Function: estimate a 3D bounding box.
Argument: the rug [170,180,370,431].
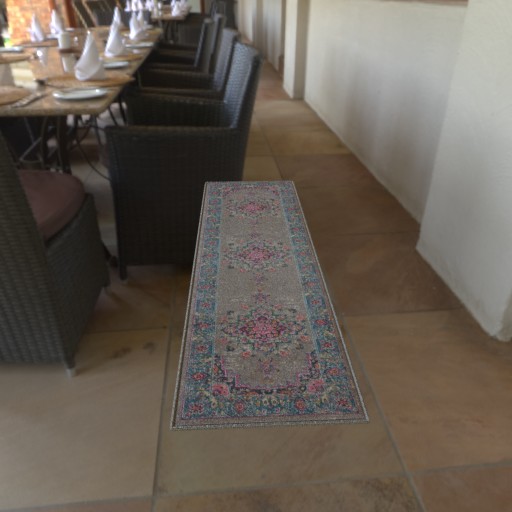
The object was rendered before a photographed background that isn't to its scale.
[{"bbox_3d":[0.000,0.000,1.997,0.553,0.012,1.827,-1,31,-2],"label":"rug"}]
